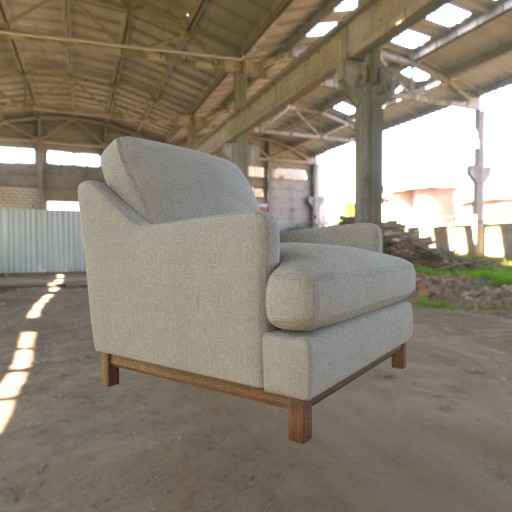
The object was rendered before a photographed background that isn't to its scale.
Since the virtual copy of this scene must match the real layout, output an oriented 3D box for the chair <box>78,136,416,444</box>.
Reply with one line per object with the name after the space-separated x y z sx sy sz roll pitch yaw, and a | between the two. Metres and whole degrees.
0.000 0.000 1.534 0.892 0.821 0.826 1 2 35 | chair
